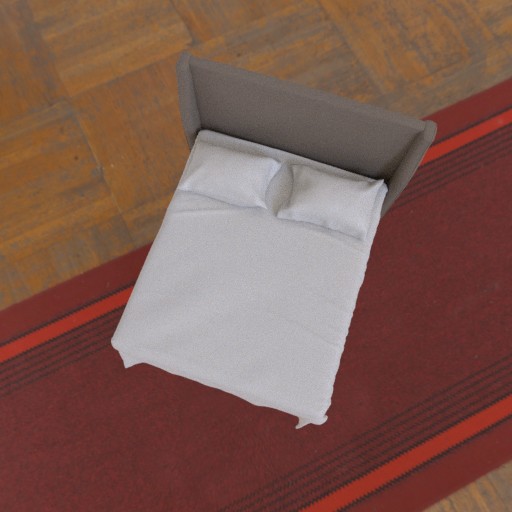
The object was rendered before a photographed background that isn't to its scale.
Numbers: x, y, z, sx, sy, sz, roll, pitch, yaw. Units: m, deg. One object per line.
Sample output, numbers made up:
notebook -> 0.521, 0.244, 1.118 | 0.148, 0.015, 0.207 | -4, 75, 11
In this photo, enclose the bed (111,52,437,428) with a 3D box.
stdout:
bed -> 0.000, 0.000, 3.459 | 1.925, 1.332, 2.276 | 18, 74, 5
